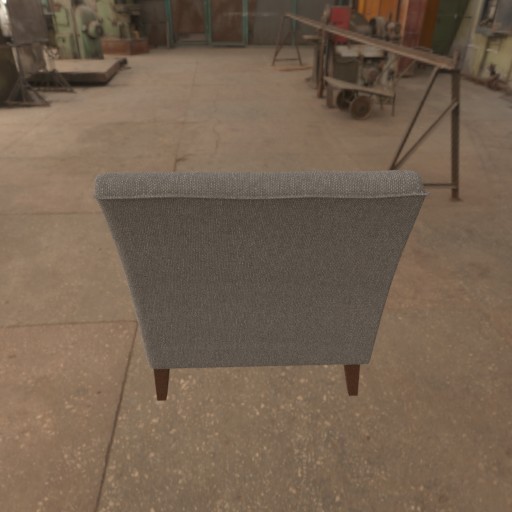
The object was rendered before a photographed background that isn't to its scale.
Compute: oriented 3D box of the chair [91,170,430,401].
[{"bbox_3d":[0.000,0.000,1.593,0.780,0.919,0.899,-1,31,-2],"label":"chair"}]
